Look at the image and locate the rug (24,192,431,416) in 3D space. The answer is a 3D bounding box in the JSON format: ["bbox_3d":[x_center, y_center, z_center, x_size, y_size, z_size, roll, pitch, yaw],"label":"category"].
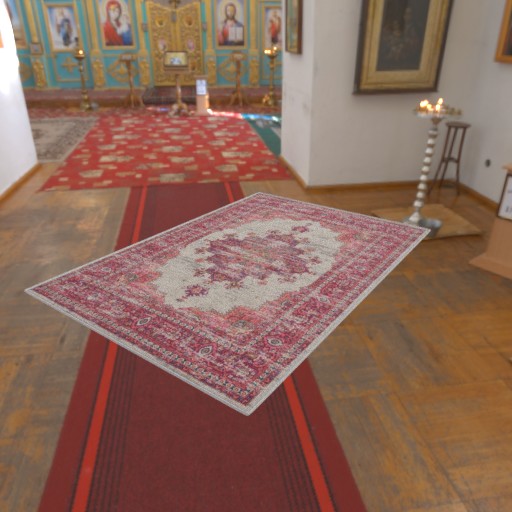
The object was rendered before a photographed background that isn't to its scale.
[{"bbox_3d":[0.000,0.000,2.847,1.555,0.011,2.232,17,31,32],"label":"rug"}]
